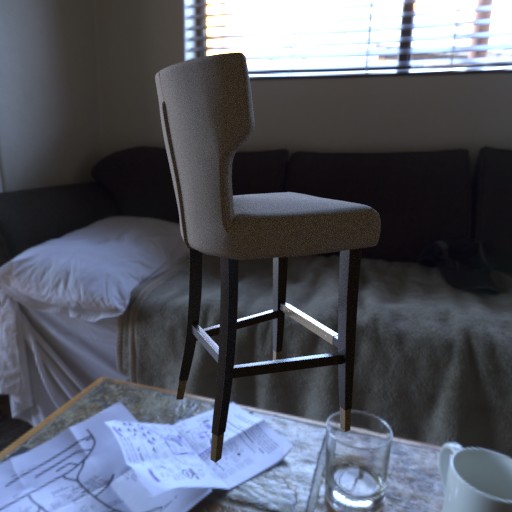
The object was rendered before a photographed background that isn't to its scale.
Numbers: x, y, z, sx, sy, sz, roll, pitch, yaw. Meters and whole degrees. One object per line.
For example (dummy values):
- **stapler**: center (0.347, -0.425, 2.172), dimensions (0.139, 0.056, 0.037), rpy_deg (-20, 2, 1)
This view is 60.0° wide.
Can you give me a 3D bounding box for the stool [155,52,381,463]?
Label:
- **stool**: center (0.000, 0.000, 1.406), dimensions (0.563, 1.092, 0.526), rpy_deg (-7, 15, -25)
